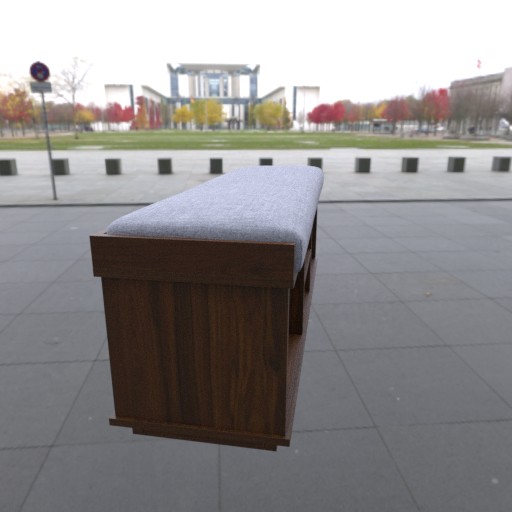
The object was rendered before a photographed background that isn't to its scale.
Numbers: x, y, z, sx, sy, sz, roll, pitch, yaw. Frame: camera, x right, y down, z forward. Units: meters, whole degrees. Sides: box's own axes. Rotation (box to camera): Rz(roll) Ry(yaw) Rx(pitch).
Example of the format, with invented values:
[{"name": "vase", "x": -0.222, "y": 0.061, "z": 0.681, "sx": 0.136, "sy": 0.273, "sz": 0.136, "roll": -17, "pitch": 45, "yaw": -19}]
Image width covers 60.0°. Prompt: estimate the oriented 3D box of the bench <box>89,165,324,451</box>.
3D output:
[{"name": "bench", "x": 0.000, "y": 0.000, "z": 1.346, "sx": 0.367, "sy": 0.468, "sz": 1.196, "roll": 3, "pitch": 16, "yaw": 10}]
